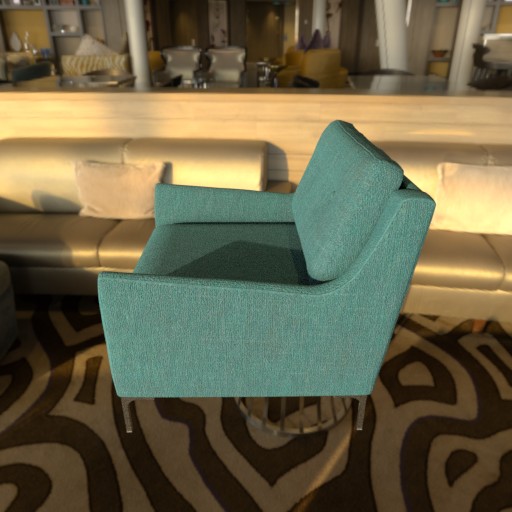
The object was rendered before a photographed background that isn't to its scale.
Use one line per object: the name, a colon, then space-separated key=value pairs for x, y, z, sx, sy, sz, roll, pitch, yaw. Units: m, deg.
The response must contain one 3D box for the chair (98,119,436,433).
chair: x=0.000 y=0.000 z=1.551 sx=0.849 sy=0.828 sz=0.847 roll=0 pitch=26 yaw=-1
